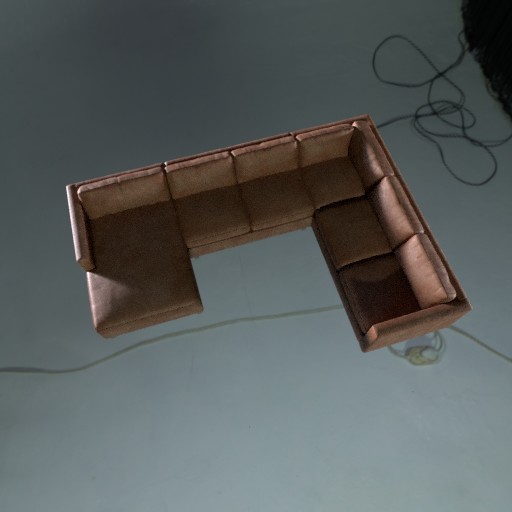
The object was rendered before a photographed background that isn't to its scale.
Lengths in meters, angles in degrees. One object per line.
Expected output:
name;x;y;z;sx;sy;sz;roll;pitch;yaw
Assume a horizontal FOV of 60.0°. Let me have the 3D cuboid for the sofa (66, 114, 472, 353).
sofa;0.000;0.000;4.577;3.401;0.832;2.430;-15;65;-7
